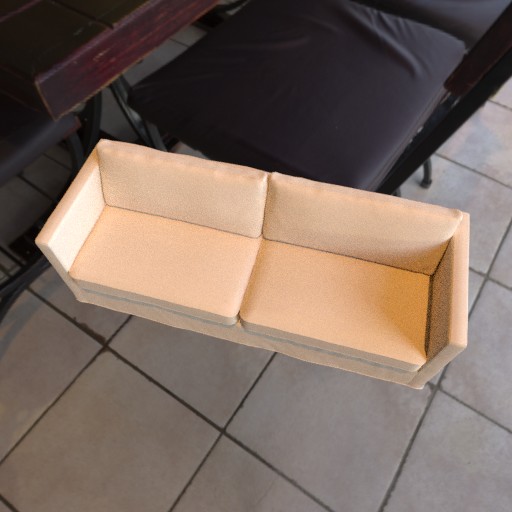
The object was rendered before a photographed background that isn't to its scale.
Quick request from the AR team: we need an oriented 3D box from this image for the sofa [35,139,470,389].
[{"bbox_3d":[0.000,0.000,3.228,2.779,0.999,1.036,13,59,8],"label":"sofa"}]
